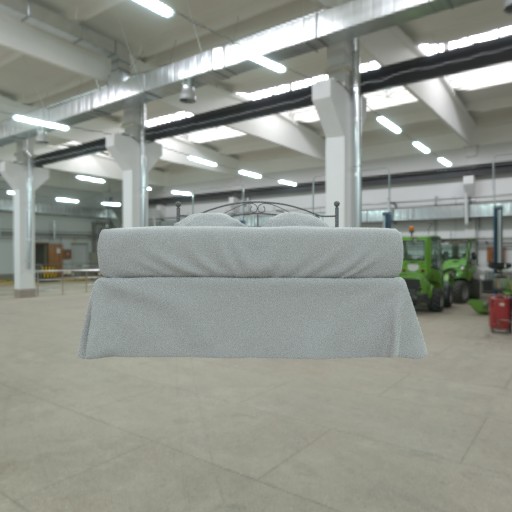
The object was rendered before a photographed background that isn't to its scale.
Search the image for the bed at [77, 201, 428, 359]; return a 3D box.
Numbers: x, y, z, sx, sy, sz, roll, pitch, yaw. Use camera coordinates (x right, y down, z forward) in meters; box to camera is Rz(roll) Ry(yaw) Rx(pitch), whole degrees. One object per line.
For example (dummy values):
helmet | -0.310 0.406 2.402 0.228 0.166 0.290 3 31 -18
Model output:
bed | 0.000 0.000 3.369 1.936 1.080 2.215 0 0 1
